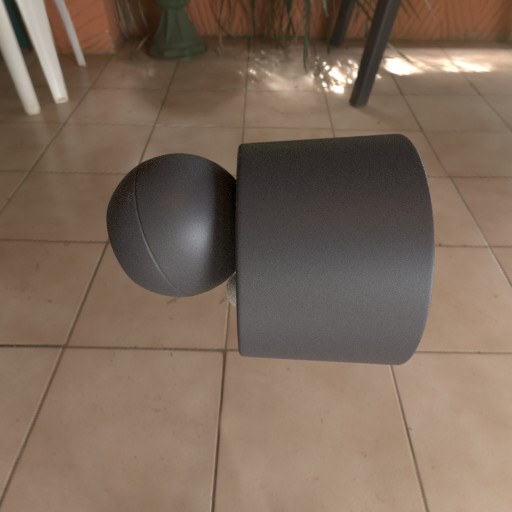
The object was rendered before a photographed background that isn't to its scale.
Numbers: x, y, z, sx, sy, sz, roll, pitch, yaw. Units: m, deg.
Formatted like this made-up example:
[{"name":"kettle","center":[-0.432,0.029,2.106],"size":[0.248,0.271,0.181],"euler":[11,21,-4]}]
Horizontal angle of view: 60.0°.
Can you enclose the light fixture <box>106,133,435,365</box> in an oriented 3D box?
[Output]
[{"name":"light fixture","center":[0.000,0.000,0.267],"size":[0.160,0.143,0.134],"euler":[0,43,0]}]
